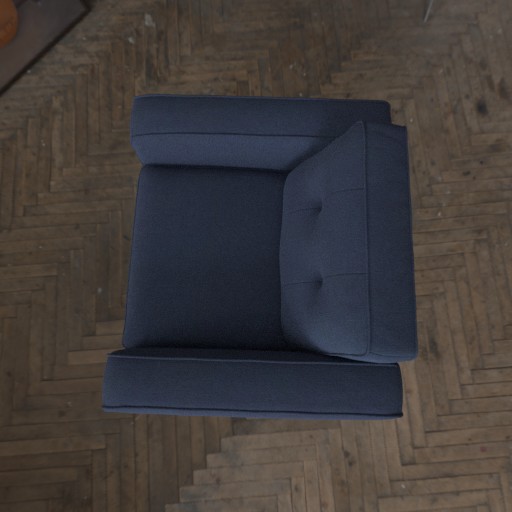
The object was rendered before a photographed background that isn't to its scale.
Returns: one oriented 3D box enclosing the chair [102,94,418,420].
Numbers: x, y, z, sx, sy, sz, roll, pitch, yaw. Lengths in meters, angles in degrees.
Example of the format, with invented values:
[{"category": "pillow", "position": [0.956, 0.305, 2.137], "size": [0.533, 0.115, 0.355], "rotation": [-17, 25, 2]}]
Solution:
[{"category": "chair", "position": [0.000, 0.000, 1.649], "size": [0.953, 0.783, 1.118], "rotation": [2, 77, 0]}]
